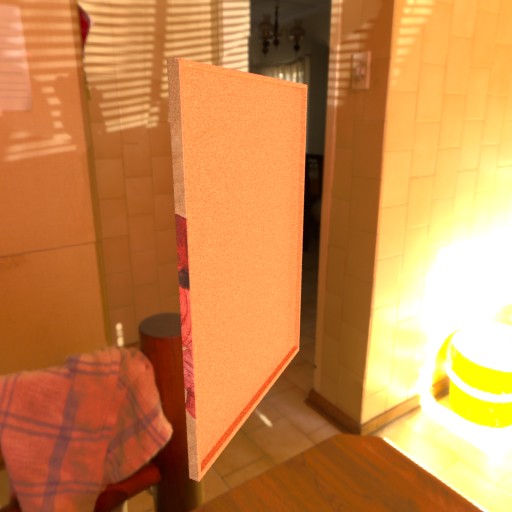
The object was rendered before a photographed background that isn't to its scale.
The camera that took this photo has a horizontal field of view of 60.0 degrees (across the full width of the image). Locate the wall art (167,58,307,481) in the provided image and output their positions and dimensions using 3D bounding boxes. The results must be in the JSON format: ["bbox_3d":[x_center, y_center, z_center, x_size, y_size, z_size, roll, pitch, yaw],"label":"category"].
[{"bbox_3d":[0.000,0.000,1.339,0.031,1.015,0.762,8,19,24],"label":"wall art"}]
